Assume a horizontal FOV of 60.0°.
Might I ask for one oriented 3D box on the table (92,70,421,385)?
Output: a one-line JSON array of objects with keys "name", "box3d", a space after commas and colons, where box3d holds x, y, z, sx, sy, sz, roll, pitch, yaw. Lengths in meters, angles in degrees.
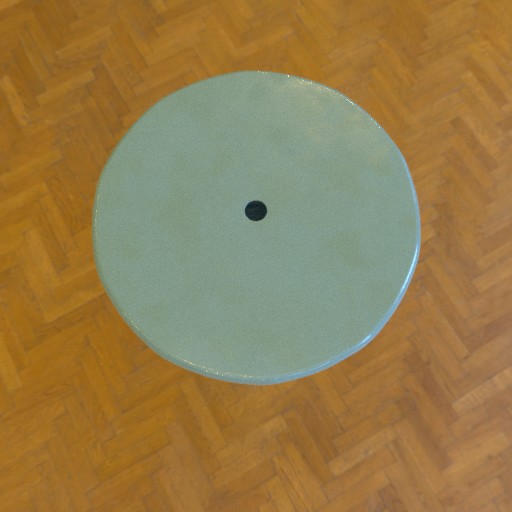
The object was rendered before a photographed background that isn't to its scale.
[{"name": "table", "box3d": [0.000, 0.000, 0.648, 0.352, 0.387, 0.352, 0, 76, 0]}]
